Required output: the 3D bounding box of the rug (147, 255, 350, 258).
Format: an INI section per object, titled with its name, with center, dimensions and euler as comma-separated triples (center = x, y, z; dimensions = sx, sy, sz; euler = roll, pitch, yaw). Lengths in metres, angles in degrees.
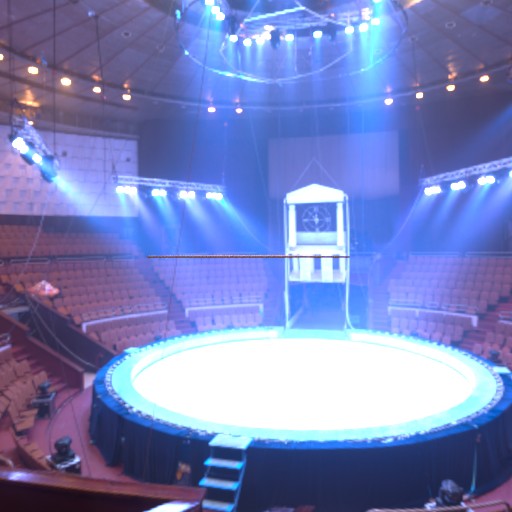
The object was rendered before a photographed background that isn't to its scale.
[rug]
center = 0.000, 0.000, 2.714
dimensions = 0.686, 0.006, 2.437
euler = 0, 0, 1
